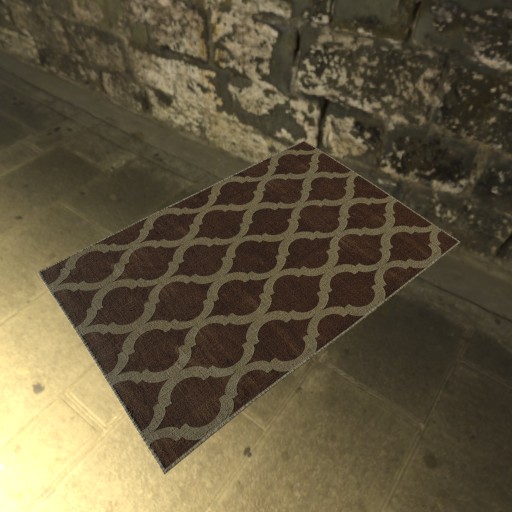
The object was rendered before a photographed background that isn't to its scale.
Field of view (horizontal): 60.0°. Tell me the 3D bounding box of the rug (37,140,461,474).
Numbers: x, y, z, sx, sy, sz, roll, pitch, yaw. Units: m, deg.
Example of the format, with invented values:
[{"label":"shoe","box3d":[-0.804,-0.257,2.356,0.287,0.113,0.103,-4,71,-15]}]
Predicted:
[{"label":"rug","box3d":[0.000,0.000,2.847,2.284,0.008,1.522,-31,55,-25]}]
